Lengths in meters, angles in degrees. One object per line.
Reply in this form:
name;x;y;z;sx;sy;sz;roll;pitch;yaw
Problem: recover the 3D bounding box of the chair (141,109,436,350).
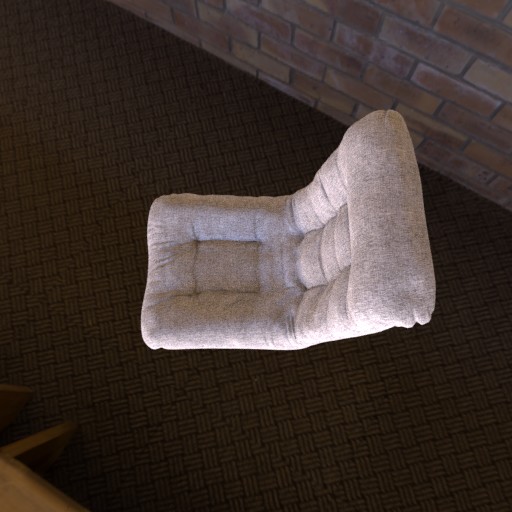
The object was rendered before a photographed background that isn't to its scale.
chair;0.000;0.000;1.014;0.583;0.600;0.400;-1;74;0
